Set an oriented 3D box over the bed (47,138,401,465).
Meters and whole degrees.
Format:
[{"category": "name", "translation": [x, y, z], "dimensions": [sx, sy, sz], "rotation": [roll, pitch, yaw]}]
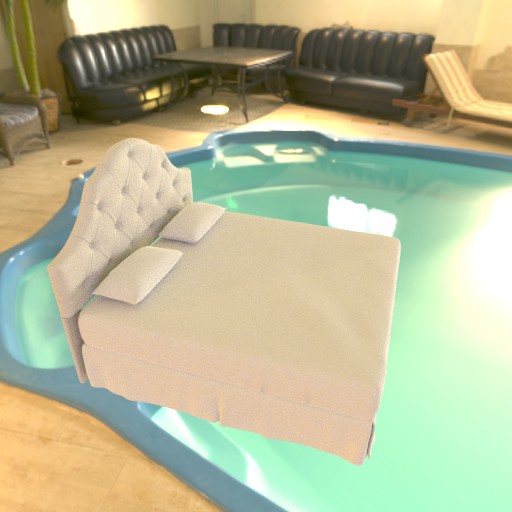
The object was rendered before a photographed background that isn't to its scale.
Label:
[{"category": "bed", "translation": [0.000, 0.000, 3.493], "dimensions": [2.214, 1.615, 2.008], "rotation": [10, 33, 16]}]
